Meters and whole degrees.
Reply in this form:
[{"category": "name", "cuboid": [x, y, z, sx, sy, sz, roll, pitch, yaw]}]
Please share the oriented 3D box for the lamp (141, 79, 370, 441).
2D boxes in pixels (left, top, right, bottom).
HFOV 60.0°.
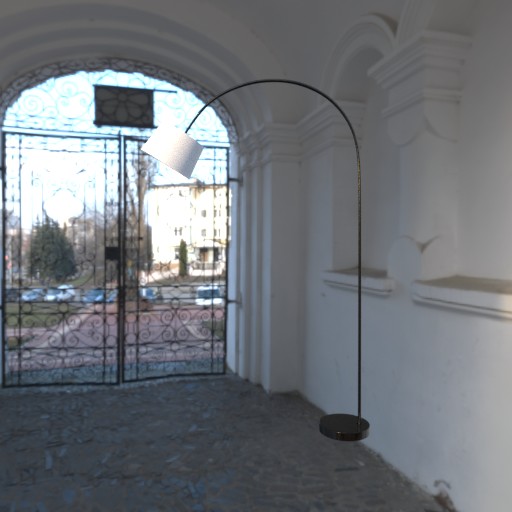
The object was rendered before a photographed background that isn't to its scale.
[{"category": "lamp", "cuboid": [0.000, 0.000, 2.662, 1.363, 2.104, 0.331, 0, 1, 1]}]
